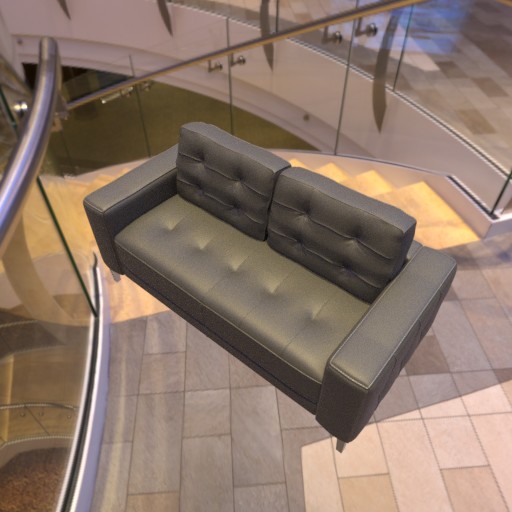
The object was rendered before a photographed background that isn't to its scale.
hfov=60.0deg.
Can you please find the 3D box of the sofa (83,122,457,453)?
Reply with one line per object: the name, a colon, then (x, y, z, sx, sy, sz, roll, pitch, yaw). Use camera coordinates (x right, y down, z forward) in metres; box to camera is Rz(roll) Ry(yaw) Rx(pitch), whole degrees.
sofa: (0.000, 0.000, 2.270, 1.726, 0.893, 0.833, 31, 53, 26)
